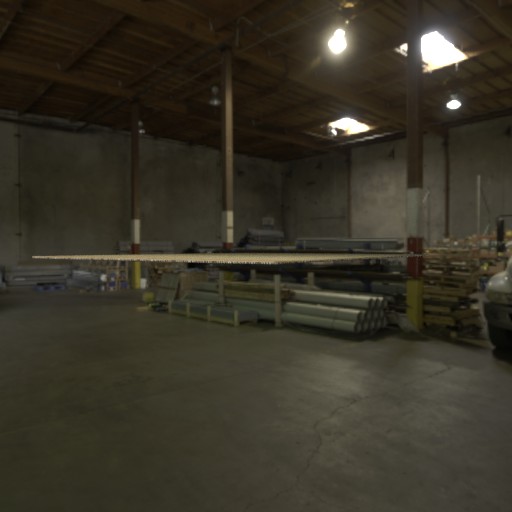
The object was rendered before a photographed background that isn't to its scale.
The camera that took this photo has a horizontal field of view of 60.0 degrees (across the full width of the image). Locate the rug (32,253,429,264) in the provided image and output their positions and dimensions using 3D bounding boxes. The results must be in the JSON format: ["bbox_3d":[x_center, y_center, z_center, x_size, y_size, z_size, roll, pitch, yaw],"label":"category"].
[{"bbox_3d":[0.000,0.000,4.054,2.315,0.015,2.932,1,1,35],"label":"rug"}]
